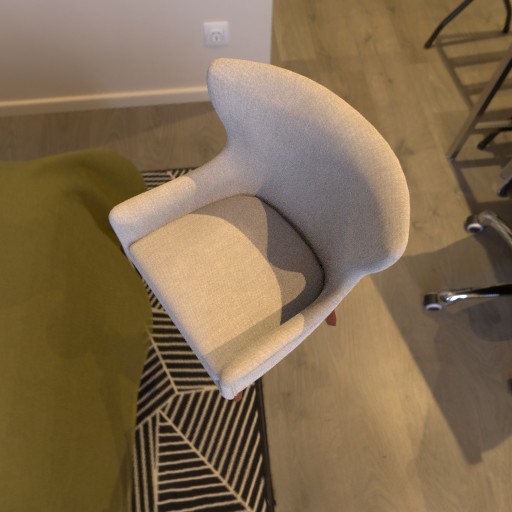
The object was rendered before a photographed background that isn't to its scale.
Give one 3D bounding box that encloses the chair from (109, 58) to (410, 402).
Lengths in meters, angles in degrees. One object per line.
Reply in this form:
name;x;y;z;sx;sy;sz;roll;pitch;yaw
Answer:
chair;0.000;0.000;1.459;0.677;0.948;0.732;-33;68;-15
